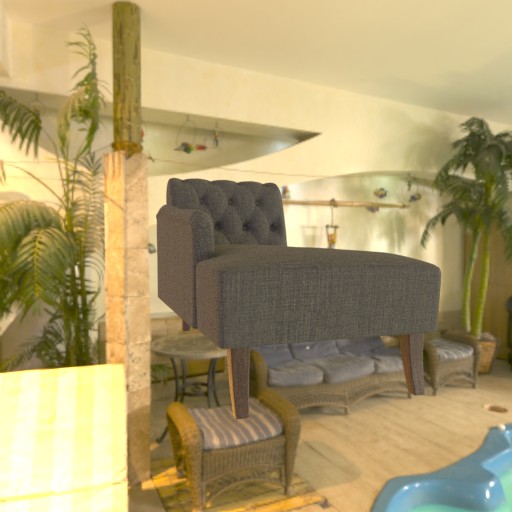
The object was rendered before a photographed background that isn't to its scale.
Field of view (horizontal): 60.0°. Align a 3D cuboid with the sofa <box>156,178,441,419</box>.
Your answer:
[{"bbox_3d":[0.000,0.000,1.815,0.675,0.787,1.379,0,1,-19],"label":"sofa"}]
